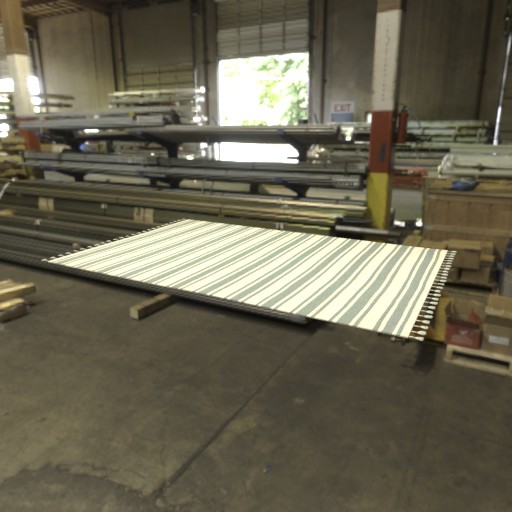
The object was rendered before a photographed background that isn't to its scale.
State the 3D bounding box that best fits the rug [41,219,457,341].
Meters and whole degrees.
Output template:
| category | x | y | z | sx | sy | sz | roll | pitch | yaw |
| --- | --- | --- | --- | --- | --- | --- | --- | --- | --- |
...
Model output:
| category | x | y | z | sx | sy | sz | roll | pitch | yaw |
| --- | --- | --- | --- | --- | --- | --- | --- | --- | --- |
| rug | 0.000 | 0.000 | 3.029 | 2.410 | 0.011 | 1.539 | 9 | 19 | 27 |
